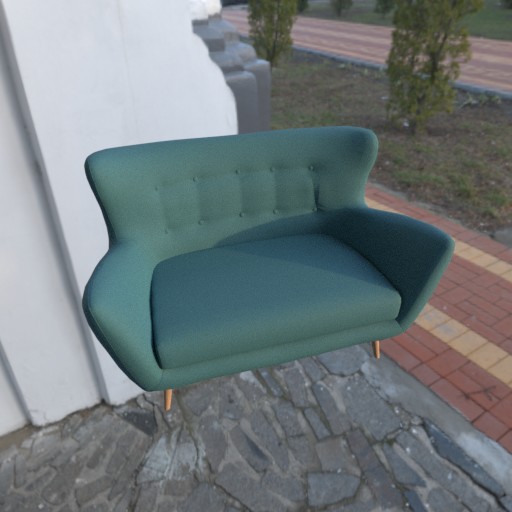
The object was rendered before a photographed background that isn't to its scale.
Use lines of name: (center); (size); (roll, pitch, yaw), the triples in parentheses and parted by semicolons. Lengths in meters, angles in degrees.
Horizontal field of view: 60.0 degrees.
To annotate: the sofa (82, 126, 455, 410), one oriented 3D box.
sofa: (0.000, 0.000, 1.970); (1.397, 0.889, 0.889); (-9, 34, -14)
